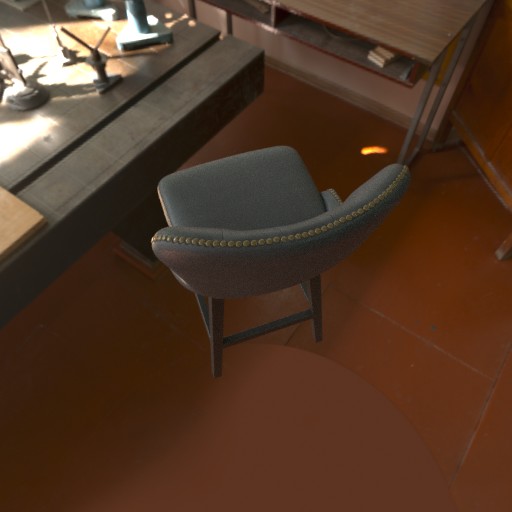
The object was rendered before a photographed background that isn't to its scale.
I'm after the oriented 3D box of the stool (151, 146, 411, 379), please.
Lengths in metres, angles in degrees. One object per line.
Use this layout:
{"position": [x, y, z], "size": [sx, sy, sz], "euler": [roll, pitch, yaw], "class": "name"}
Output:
{"position": [0.000, 0.000, 1.300], "size": [0.528, 0.971, 0.593], "euler": [-17, 59, -11], "class": "stool"}
